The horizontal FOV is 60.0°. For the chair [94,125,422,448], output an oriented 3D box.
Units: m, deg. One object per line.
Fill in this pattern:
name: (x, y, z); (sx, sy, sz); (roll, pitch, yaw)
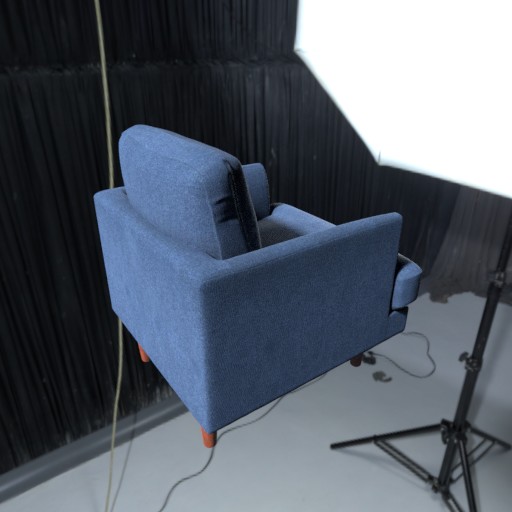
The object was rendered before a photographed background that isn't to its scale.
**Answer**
chair: (0.000, 0.000, 1.657); (0.899, 0.957, 0.858); (-17, 31, -31)
